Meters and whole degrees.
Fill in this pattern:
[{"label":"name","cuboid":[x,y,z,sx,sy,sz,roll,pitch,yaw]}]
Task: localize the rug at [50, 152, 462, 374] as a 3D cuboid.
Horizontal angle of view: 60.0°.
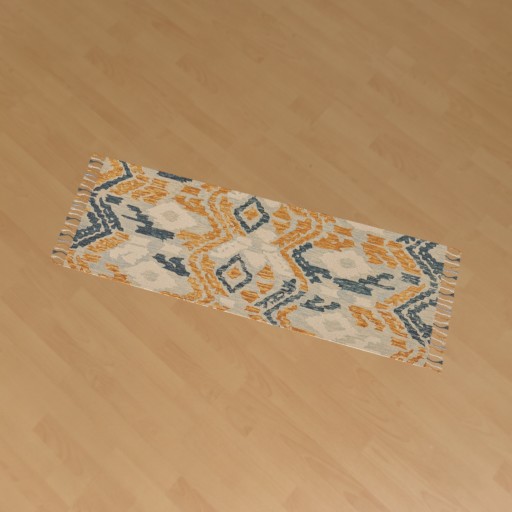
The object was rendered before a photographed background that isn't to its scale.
[{"label":"rug","cuboid":[0.000,0.000,2.729,2.437,0.010,0.783,15,76,4]}]
